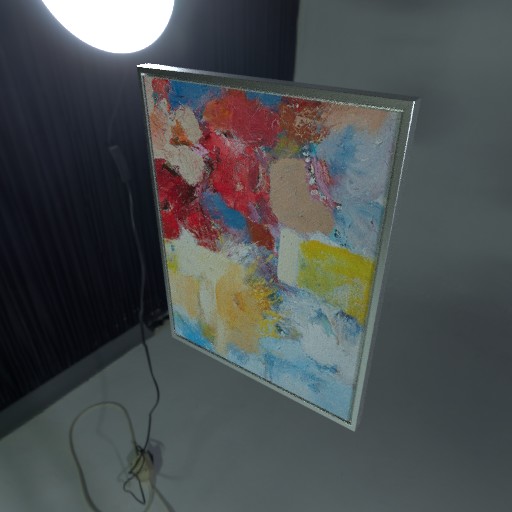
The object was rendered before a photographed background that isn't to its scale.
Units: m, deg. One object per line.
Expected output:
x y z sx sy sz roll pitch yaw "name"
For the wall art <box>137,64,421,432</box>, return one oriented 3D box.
0.000 0.000 0.757 0.444 0.569 0.025 20 37 29 "wall art"
